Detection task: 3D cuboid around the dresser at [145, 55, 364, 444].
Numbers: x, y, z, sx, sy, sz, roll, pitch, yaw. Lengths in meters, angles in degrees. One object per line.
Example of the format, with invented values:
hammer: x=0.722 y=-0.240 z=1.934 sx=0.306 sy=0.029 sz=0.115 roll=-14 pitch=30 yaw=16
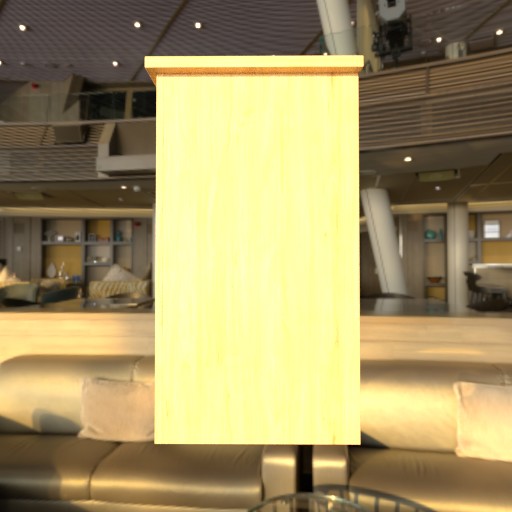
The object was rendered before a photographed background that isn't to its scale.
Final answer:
dresser: x=0.000 y=0.000 z=1.220 sx=0.410 sy=0.730 sz=0.800 roll=0 pitch=-1 yaw=1
